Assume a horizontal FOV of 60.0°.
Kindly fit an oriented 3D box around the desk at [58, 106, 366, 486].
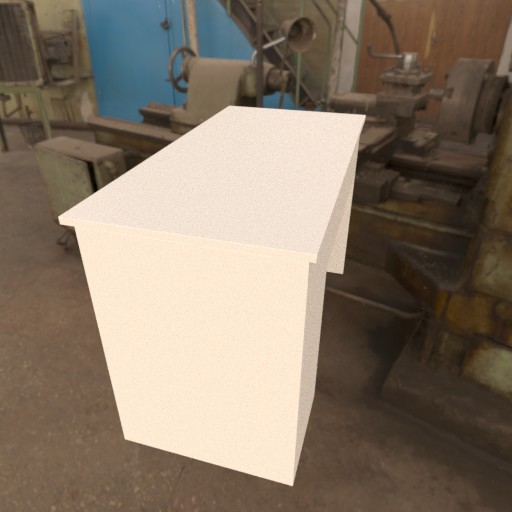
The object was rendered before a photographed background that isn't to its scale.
[{"bbox_3d":[0.000,0.000,1.522,0.560,0.735,1.097,9,32,14],"label":"desk"}]
